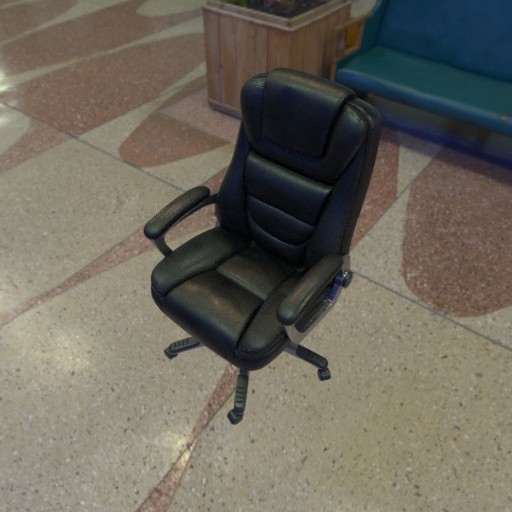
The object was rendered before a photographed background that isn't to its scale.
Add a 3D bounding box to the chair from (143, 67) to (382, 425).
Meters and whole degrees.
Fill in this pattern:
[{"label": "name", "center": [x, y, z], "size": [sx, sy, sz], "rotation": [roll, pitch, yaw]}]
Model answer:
[{"label": "chair", "center": [0.000, 0.000, 1.552], "size": [0.697, 1.075, 0.689], "rotation": [30, 52, 27]}]
